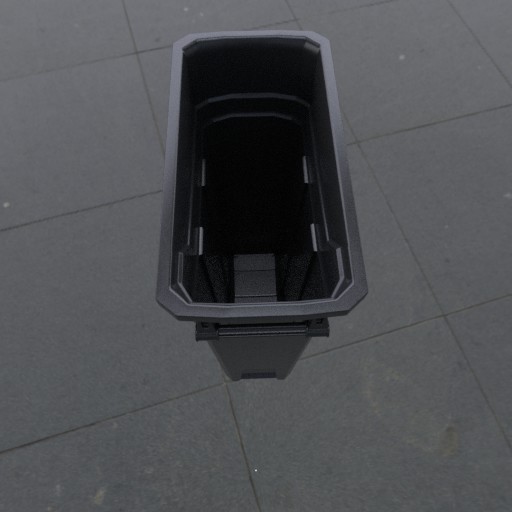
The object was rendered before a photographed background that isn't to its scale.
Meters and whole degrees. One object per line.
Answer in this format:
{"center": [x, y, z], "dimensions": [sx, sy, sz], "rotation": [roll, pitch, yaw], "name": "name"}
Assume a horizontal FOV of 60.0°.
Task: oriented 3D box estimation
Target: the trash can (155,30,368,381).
{"center": [0.000, 0.000, 1.029], "dimensions": [0.281, 0.762, 0.559], "rotation": [-2, 64, -1], "name": "trash can"}
